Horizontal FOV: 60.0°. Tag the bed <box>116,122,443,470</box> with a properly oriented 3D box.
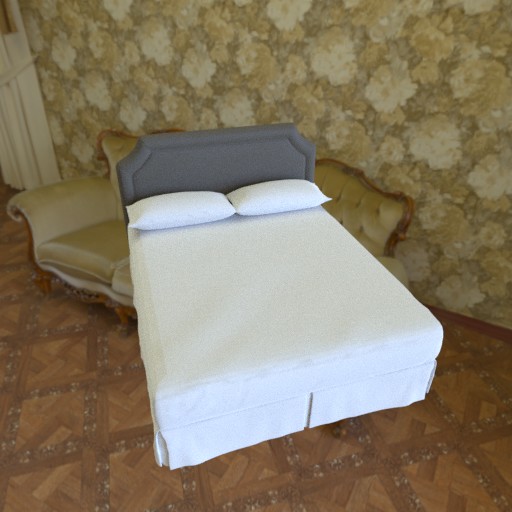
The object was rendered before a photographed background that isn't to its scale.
[{"bbox_3d":[0.000,0.000,3.847,2.194,1.561,2.536,-9,33,-15],"label":"bed"}]
